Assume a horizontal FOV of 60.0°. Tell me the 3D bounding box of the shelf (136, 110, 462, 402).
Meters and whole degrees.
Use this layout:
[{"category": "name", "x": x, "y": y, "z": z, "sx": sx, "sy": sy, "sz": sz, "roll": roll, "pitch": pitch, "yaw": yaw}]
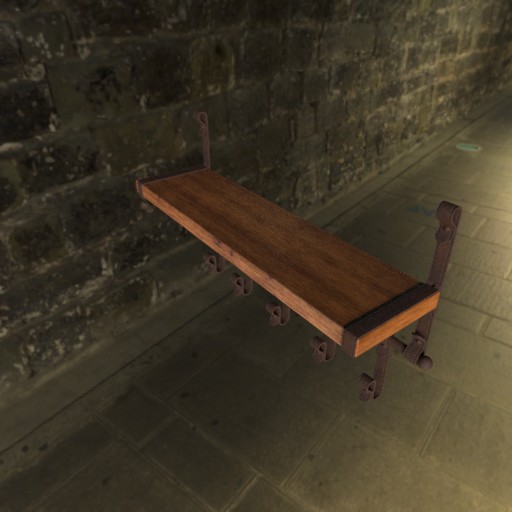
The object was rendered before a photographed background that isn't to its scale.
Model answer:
[{"category": "shelf", "x": 0.000, "y": 0.000, "z": 0.692, "sx": 0.146, "sy": 0.330, "sz": 0.567, "roll": -21, "pitch": 37, "yaw": -31}]
